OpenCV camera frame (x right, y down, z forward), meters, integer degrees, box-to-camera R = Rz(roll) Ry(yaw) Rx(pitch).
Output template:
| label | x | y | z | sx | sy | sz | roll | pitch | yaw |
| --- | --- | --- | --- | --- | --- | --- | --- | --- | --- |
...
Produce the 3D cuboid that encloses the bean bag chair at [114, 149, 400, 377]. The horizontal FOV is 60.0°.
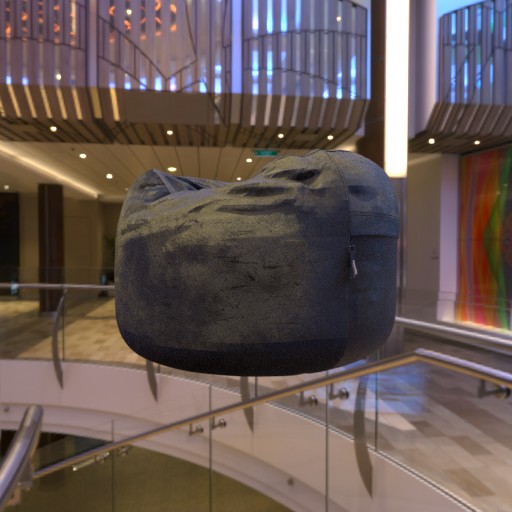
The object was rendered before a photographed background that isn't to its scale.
| label | x | y | z | sx | sy | sz | roll | pitch | yaw |
| --- | --- | --- | --- | --- | --- | --- | --- | --- | --- |
| bean bag chair | 0.000 | 0.000 | 1.479 | 0.918 | 0.605 | 0.918 | 0 | 1 | 0 |
